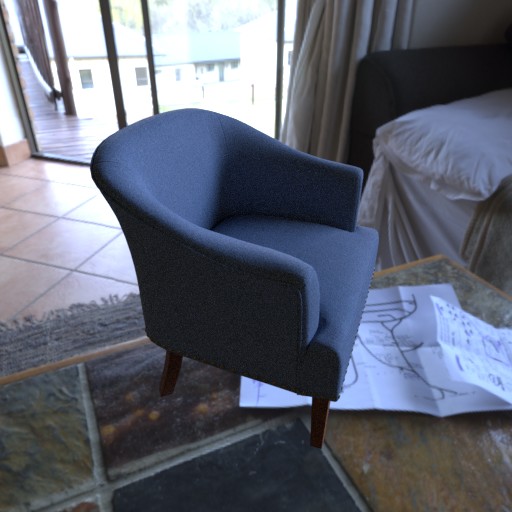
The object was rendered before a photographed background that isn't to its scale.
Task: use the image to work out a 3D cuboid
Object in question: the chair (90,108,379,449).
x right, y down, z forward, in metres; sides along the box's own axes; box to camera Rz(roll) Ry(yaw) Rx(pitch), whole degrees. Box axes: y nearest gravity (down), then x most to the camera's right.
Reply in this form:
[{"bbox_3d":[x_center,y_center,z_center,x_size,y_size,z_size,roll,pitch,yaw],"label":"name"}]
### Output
[{"bbox_3d":[0.000,0.000,1.414,0.704,0.815,0.798,11,32,18],"label":"chair"}]
